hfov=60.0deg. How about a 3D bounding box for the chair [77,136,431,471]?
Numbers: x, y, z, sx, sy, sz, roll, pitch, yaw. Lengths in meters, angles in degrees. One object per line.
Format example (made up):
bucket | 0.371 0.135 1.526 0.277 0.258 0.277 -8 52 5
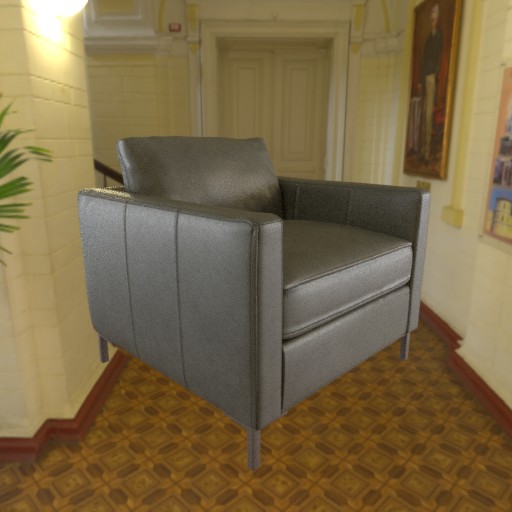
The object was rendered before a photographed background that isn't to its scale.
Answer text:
chair | 0.000 0.000 1.501 0.861 0.824 0.967 14 20 43
